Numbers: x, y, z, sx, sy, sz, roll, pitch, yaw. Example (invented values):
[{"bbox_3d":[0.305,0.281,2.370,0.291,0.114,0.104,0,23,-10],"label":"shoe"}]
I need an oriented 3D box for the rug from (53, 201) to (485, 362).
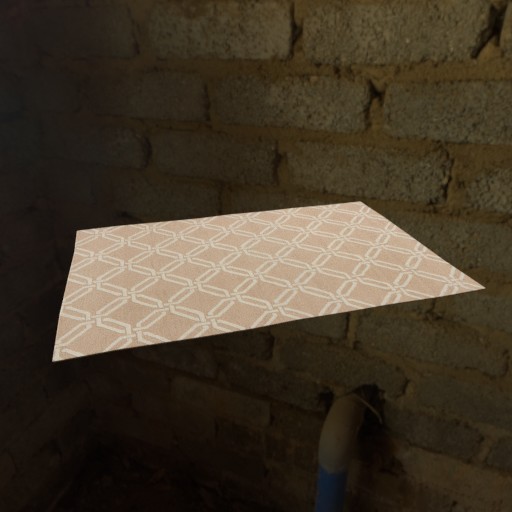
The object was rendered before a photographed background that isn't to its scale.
[{"bbox_3d":[0.000,0.000,2.175,1.745,0.010,1.146,-7,28,-14],"label":"rug"}]
